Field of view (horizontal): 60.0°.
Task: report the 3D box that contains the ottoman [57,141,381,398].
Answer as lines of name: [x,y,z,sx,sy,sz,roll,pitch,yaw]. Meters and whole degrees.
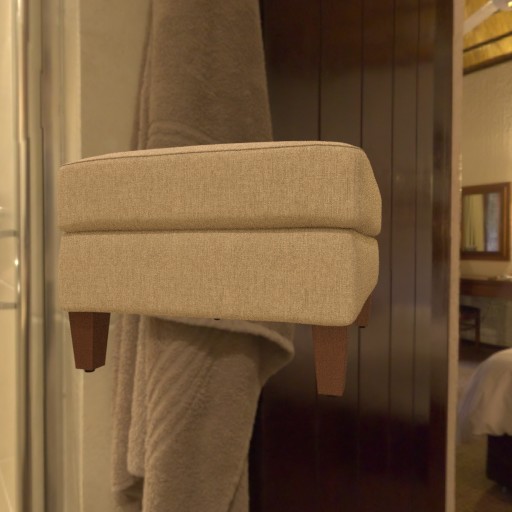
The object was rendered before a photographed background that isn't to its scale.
ottoman: [0.000,0.000,1.284,0.677,0.519,0.898,0,1,18]
